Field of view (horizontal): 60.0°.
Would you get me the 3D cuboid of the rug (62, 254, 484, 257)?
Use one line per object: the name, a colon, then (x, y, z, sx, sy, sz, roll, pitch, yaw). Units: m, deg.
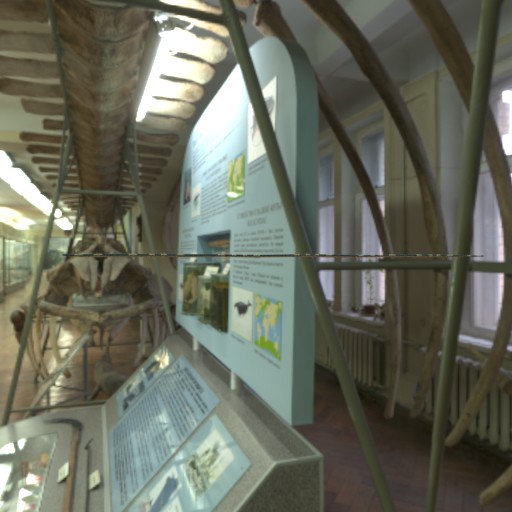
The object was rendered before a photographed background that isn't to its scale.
rug: (0.000, 0.000, 2.780, 2.135, 0.013, 1.524, 0, 0, -19)
